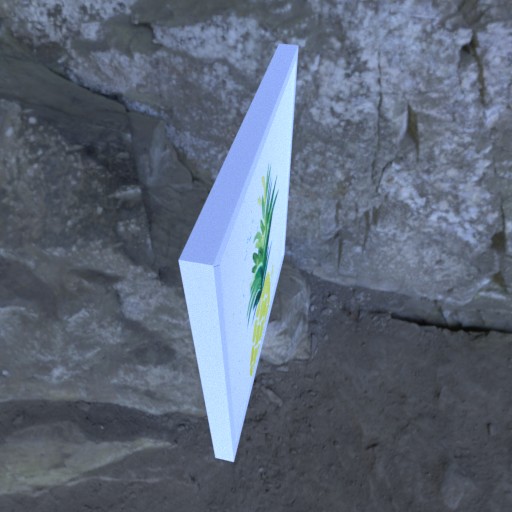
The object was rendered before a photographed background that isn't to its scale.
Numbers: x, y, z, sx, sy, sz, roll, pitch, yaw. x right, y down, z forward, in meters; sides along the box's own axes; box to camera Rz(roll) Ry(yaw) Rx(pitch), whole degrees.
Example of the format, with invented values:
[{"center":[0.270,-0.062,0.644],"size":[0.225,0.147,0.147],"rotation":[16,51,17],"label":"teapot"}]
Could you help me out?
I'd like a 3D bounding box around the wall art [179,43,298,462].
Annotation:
[{"center":[0.000,0.000,0.457],"size":[0.020,0.307,0.307],"rotation":[9,47,9],"label":"wall art"}]
